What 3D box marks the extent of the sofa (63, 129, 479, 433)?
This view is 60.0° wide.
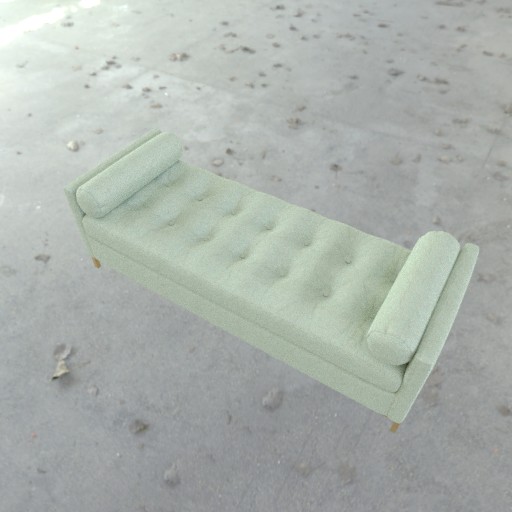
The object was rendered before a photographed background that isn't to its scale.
[{"bbox_3d":[0.000,0.000,2.505,2.102,0.705,0.796,24,50,22],"label":"sofa"}]
